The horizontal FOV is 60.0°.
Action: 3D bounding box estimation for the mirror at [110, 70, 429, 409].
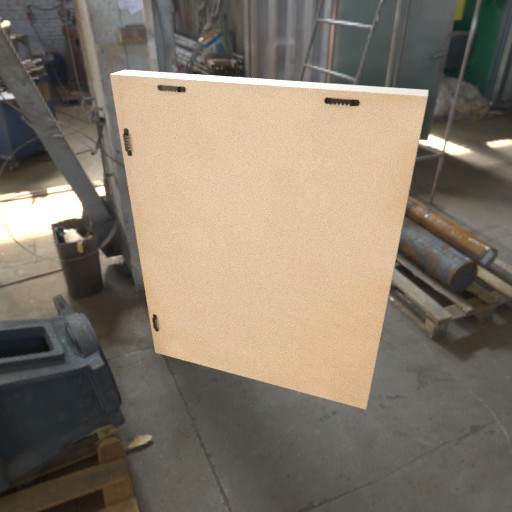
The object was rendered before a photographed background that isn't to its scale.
[{"bbox_3d":[0.000,0.000,0.682,0.405,0.508,0.041,11,33,16],"label":"mirror"}]
